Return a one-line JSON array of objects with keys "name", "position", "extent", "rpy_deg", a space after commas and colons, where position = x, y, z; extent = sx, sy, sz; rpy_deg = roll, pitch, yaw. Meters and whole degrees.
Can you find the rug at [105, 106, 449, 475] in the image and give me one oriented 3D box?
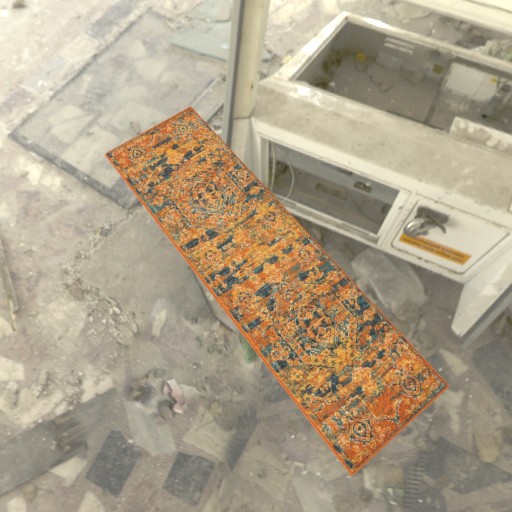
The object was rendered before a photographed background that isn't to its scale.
[{"name": "rug", "position": [0.000, 0.000, 2.470], "extent": [0.651, 0.016, 2.274], "rpy_deg": [-35, 69, -15]}]
